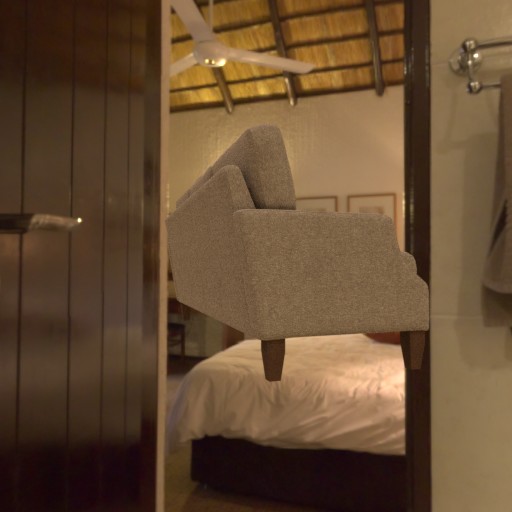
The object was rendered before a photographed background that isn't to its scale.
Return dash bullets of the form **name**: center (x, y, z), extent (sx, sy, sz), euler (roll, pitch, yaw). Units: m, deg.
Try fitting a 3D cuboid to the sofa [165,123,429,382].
- **sofa**: center (0.000, 0.000, 2.703), extent (0.888, 0.984, 2.115), euler (1, -2, -18)
